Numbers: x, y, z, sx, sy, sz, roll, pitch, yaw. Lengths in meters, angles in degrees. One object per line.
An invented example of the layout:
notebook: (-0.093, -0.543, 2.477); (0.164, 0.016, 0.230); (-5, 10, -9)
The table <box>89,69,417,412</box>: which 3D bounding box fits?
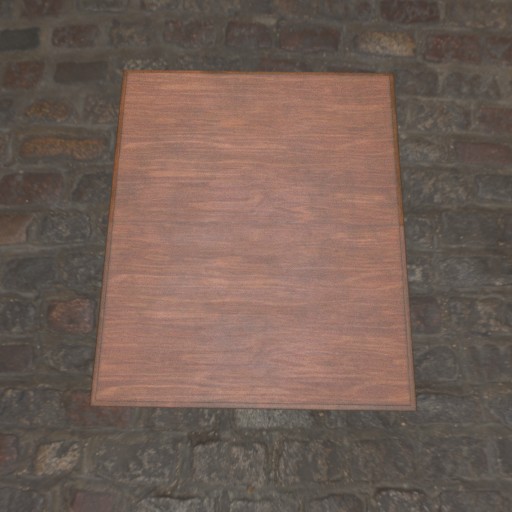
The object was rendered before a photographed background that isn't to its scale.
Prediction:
table: (0.000, 0.000, 1.612); (0.838, 0.761, 0.991); (1, 76, 0)
